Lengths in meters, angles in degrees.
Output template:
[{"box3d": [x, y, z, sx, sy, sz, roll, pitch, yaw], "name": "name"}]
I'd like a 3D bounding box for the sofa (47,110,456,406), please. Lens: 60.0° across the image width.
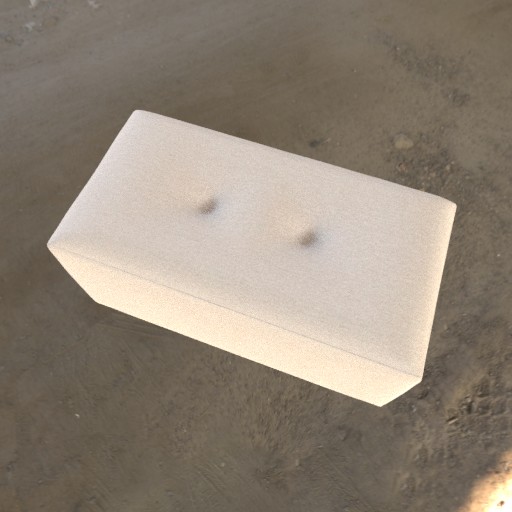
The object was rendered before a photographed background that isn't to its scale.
[{"box3d": [0.000, 0.000, 1.237, 0.930, 0.470, 0.480, 18, 65, 9], "name": "sofa"}]
